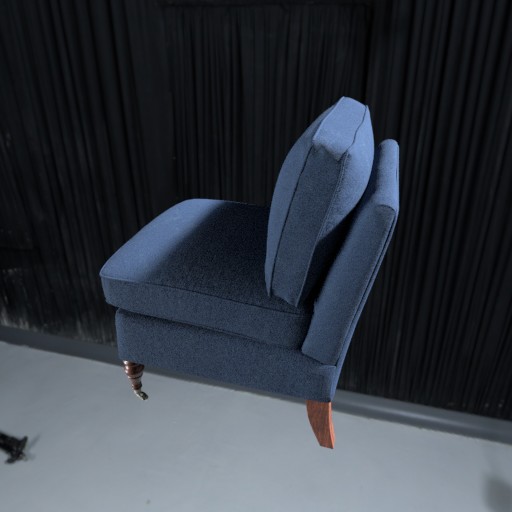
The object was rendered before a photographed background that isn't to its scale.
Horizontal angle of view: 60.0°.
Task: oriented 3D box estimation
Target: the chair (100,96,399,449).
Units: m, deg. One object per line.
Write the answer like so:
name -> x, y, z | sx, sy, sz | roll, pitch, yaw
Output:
chair -> 0.000, 0.000, 1.639 | 0.912, 1.052, 0.724 | 8, 29, 14
